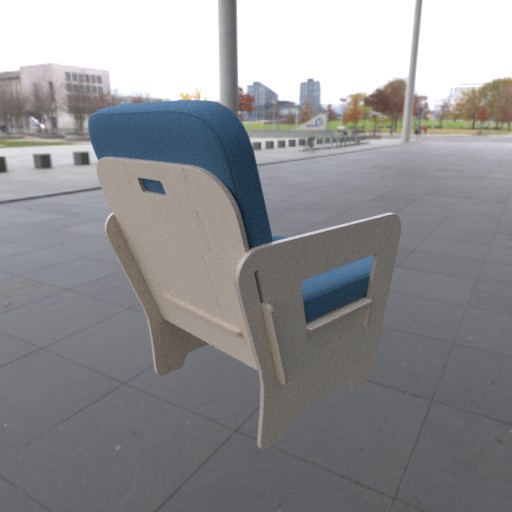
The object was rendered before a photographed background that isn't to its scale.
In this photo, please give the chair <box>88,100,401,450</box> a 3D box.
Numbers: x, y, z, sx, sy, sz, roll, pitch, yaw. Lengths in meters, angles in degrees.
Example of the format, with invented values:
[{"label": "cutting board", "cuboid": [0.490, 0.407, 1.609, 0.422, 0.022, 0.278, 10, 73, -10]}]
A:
[{"label": "chair", "cuboid": [0.000, 0.000, 1.164, 0.657, 0.747, 0.547, -15, 22, -42]}]
